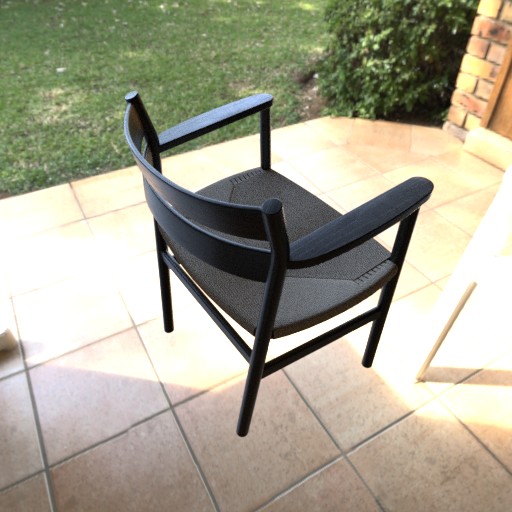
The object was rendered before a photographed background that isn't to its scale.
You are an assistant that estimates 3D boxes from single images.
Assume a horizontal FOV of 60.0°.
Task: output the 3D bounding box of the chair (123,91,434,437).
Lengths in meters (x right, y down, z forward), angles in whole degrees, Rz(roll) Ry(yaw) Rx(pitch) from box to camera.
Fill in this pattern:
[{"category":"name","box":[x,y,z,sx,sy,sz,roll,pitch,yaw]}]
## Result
[{"category":"chair","box":[0.000,0.000,1.176,0.508,0.775,0.630,-25,48,-26]}]
